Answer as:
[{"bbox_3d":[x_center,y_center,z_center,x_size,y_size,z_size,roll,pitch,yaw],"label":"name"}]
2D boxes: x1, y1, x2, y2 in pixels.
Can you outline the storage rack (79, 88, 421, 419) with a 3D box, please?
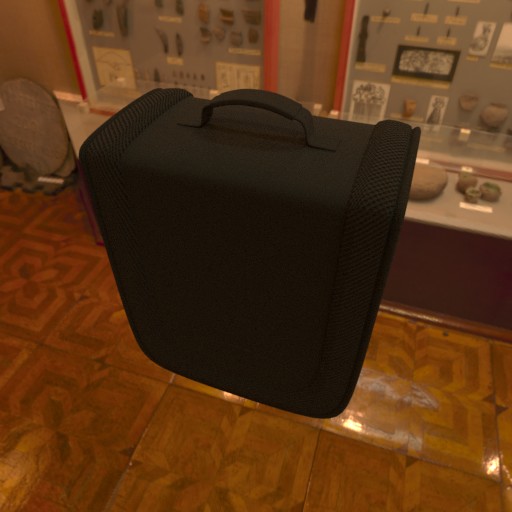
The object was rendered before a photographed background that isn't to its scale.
[{"bbox_3d":[0.000,0.000,0.530,0.297,0.387,0.168,14,44,15],"label":"storage rack"}]
